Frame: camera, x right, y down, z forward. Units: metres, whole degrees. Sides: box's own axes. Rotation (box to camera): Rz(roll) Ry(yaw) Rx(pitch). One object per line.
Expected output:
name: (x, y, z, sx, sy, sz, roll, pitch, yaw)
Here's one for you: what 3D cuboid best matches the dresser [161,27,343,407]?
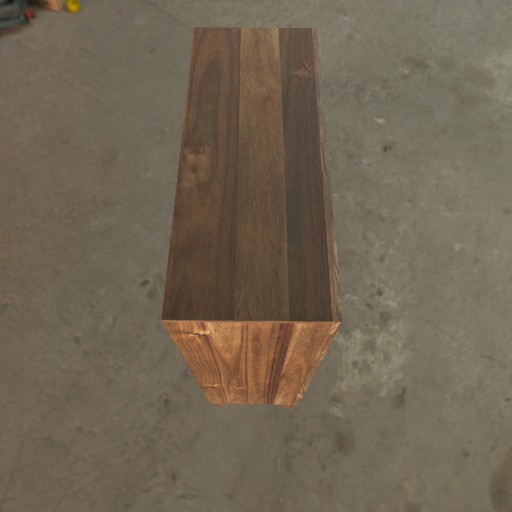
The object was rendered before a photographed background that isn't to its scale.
dresser: (0.000, 0.000, 1.909, 0.442, 1.393, 1.062, 1, 63, 0)
